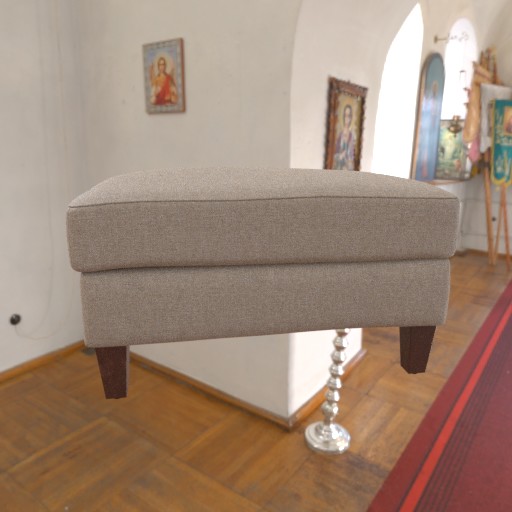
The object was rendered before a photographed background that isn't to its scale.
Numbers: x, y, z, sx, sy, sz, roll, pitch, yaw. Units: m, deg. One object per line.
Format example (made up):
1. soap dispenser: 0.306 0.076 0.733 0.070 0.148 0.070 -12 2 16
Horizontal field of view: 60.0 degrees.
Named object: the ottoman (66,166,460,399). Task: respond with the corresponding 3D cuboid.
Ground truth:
1. ottoman: 0.000 0.000 1.313 0.898 0.519 0.677 -2 15 -9
